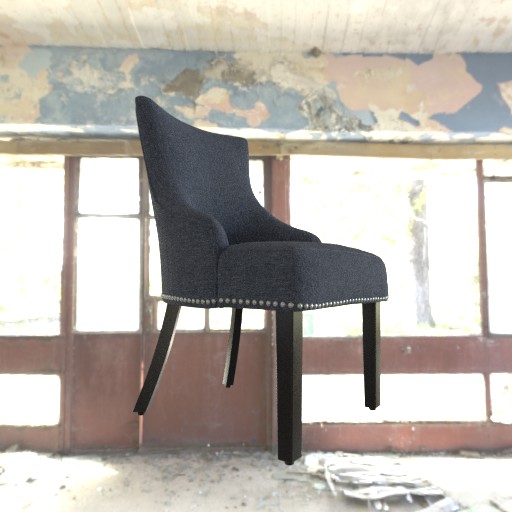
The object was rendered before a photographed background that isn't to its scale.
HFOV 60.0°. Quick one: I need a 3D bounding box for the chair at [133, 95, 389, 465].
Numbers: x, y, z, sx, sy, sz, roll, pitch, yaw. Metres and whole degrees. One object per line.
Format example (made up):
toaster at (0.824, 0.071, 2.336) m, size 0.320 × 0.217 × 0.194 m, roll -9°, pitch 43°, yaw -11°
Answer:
chair at (0.000, 0.000, 1.296) m, size 0.629 × 0.909 × 0.566 m, roll -2°, pitch -4°, yaw 36°
